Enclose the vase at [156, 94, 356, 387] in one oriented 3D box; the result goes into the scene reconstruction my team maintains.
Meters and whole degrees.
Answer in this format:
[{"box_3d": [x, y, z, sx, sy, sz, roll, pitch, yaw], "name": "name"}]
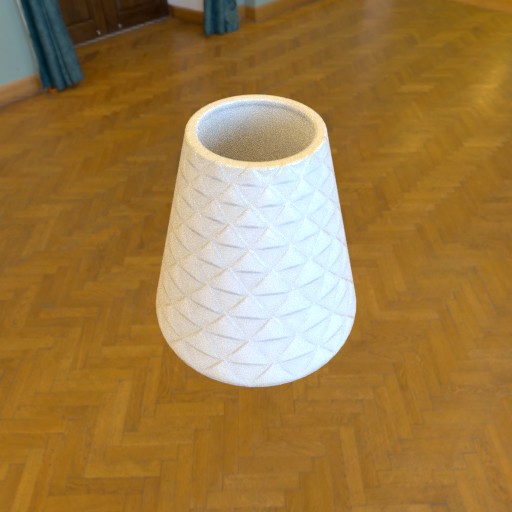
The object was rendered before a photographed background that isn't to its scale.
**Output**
[{"box_3d": [0.000, 0.000, 0.357, 0.175, 0.230, 0.175, 0, 46, 0], "name": "vase"}]
